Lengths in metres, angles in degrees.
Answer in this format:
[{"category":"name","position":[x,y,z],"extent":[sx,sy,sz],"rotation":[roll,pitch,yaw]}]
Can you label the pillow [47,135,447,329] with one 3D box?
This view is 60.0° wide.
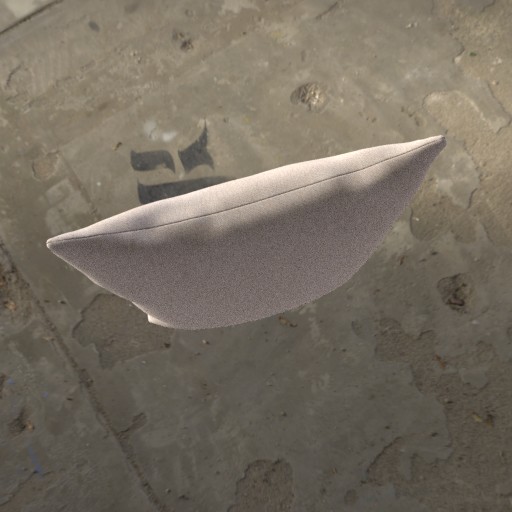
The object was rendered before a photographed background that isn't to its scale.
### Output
[{"category":"pillow","position":[0.000,0.000,0.665],"extent":[0.433,0.436,0.173],"rotation":[-16,75,-4]}]
